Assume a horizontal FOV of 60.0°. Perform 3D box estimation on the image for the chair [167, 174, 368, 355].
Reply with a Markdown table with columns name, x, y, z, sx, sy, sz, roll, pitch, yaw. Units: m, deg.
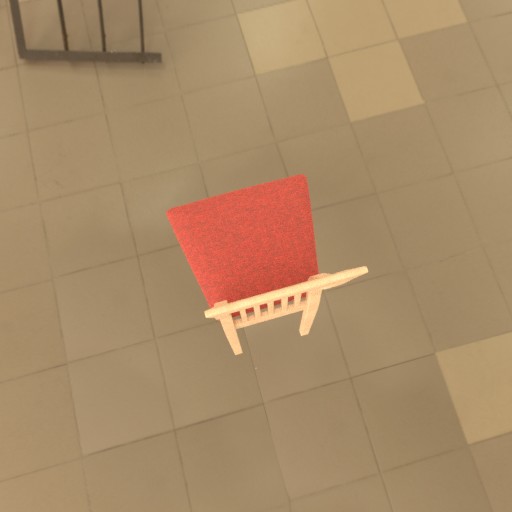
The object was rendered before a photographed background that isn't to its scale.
| name | x | y | z | sx | sy | sz | roll | pitch | yaw |
| --- | --- | --- | --- | --- | --- | --- | --- | --- | --- |
| chair | 0.000 | 0.000 | 1.296 | 0.460 | 1.027 | 0.474 | -15 | 76 | -4 |
